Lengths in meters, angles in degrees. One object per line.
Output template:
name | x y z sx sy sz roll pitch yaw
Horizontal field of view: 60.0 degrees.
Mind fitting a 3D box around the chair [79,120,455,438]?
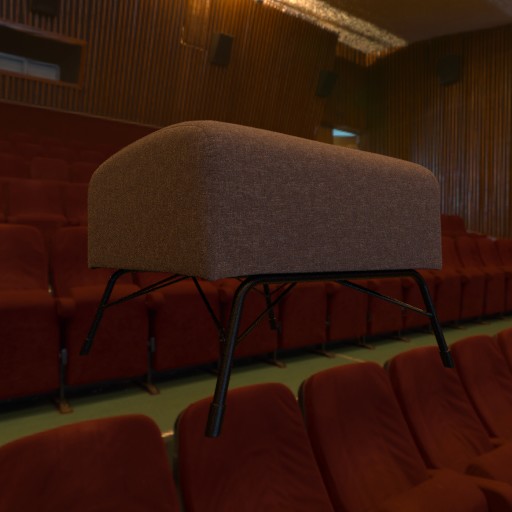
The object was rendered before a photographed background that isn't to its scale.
chair | 0.000 0.000 0.870 0.530 0.410 0.530 0 0 -37
